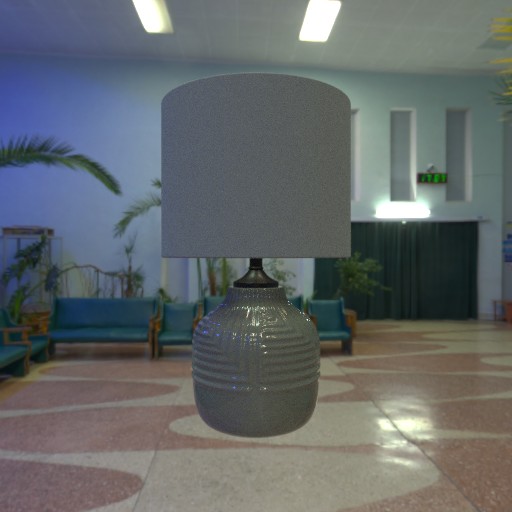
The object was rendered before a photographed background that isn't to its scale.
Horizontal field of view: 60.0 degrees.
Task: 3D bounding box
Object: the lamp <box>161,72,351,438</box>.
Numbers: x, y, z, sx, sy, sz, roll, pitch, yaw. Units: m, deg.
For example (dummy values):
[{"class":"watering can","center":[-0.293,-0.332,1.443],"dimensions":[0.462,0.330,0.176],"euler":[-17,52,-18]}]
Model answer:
[{"class":"lamp","center":[0.000,0.000,0.759],"dimensions":[0.318,0.567,0.318],"euler":[0,0,0]}]
